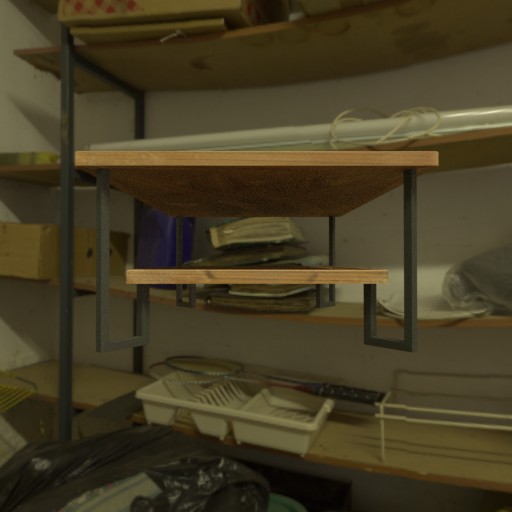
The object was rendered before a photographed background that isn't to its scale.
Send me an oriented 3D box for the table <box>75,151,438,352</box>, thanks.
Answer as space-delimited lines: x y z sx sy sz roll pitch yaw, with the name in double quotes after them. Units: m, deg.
0.000 0.000 1.681 0.877 0.492 1.238 0 -1 0 "table"
